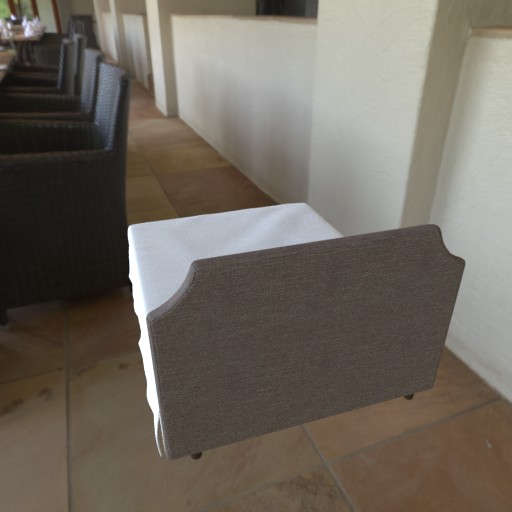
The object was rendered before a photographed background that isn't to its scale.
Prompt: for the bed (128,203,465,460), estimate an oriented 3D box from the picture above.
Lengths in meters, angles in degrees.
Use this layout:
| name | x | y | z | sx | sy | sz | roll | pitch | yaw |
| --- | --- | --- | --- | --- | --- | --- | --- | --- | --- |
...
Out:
| name | x | y | z | sx | sy | sz | roll | pitch | yaw |
| --- | --- | --- | --- | --- | --- | --- | --- | --- | --- |
| bed | 0.000 | 0.000 | 4.177 | 2.350 | 1.590 | 2.773 | -9 | 30 | -16 |
